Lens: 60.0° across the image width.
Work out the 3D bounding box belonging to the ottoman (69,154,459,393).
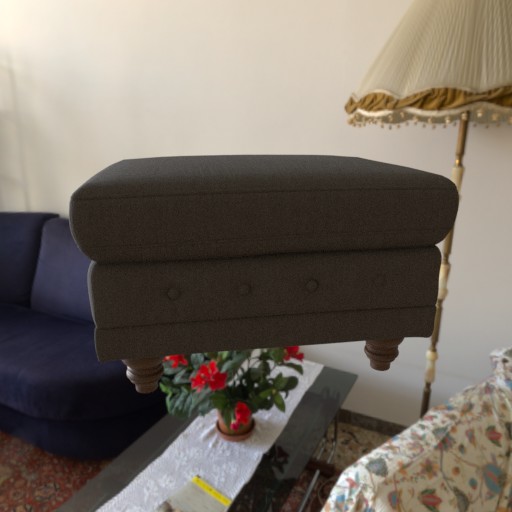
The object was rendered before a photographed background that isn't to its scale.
[{"bbox_3d":[0.000,0.000,1.145,0.771,0.500,0.569,-3,17,-9],"label":"ottoman"}]
